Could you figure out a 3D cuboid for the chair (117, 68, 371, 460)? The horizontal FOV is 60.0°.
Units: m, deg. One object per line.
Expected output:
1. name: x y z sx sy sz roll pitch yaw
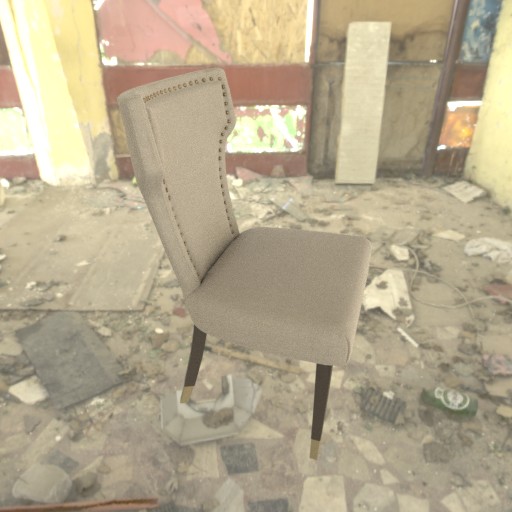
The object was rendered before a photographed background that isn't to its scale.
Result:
1. chair: 0.000 0.000 1.289 0.630 0.950 0.526 9 31 16
